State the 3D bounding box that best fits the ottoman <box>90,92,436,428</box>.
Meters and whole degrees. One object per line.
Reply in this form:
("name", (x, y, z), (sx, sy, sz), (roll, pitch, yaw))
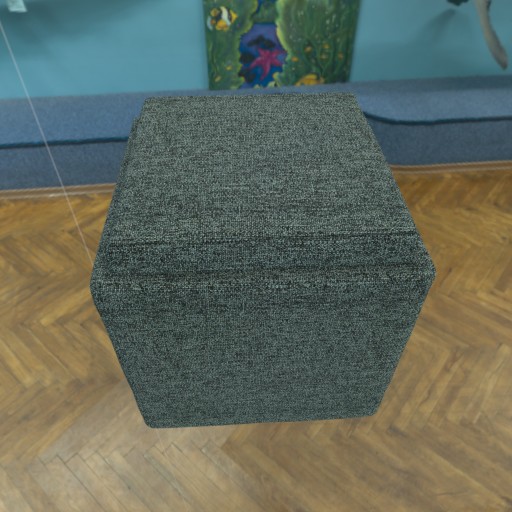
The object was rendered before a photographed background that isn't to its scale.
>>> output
("ottoman", (0.000, 0.000, 0.825), (0.450, 0.463, 0.450), (-2, 46, -2))
